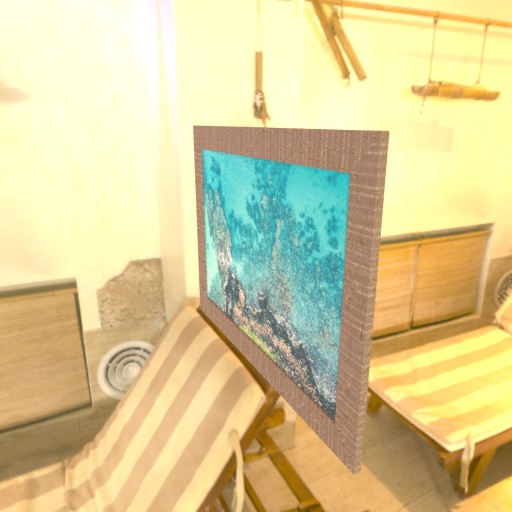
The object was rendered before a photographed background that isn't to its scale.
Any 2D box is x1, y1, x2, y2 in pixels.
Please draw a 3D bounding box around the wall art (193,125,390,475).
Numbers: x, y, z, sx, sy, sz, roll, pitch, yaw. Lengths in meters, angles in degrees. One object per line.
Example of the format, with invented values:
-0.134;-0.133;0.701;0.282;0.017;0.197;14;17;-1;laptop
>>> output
0.000;0.000;1.362;0.020;0.761;1.056;-8;19;-25;wall art
